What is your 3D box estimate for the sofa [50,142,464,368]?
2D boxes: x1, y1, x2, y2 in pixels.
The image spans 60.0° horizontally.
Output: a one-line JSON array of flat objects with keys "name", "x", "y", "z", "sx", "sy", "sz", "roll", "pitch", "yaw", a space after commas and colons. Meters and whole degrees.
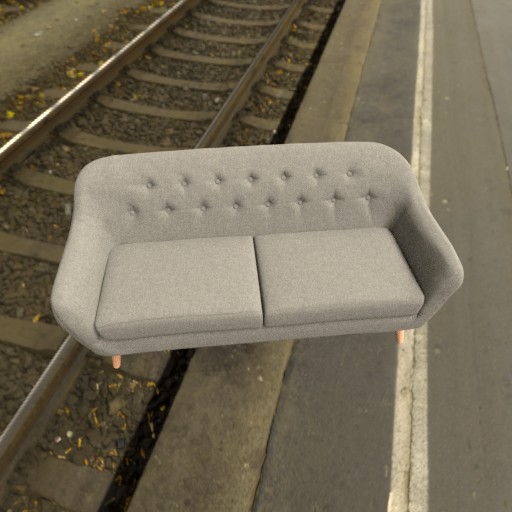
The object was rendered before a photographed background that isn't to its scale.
[{"name": "sofa", "x": 0.000, "y": 0.000, "z": 2.288, "sx": 1.840, "sy": 0.820, "sz": 0.820, "roll": -4, "pitch": 46, "yaw": -4}]
